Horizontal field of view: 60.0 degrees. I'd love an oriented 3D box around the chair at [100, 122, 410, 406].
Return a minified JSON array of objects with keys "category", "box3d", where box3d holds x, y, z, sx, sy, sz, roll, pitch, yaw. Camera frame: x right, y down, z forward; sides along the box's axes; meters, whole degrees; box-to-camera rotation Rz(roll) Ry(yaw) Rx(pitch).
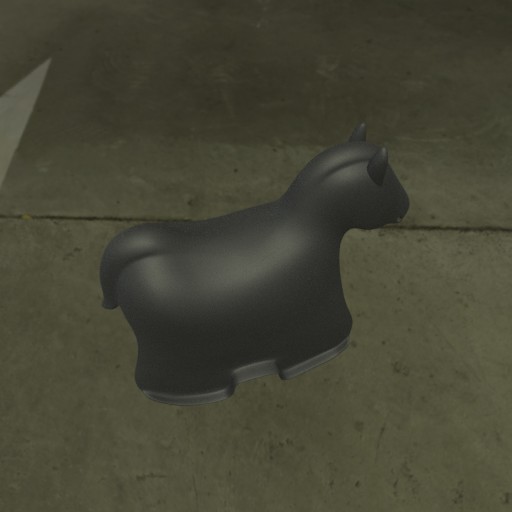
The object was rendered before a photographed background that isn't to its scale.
[{"category":"chair","box3d":[0.000,0.000,1.136,0.800,0.612,0.429,-12,47,-11]}]
